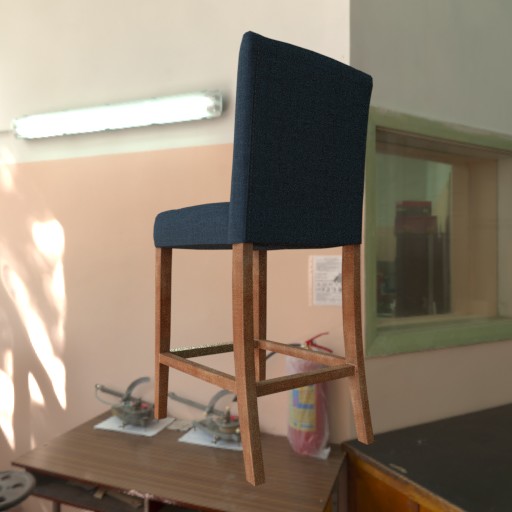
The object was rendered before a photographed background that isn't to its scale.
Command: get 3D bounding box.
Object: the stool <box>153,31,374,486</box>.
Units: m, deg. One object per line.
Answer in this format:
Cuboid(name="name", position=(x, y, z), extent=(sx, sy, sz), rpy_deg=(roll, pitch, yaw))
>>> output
Cuboid(name="stool", position=(0.000, 0.000, 1.337), extent=(0.454, 1.039, 0.567), rpy_deg=(0, 0, -36))
